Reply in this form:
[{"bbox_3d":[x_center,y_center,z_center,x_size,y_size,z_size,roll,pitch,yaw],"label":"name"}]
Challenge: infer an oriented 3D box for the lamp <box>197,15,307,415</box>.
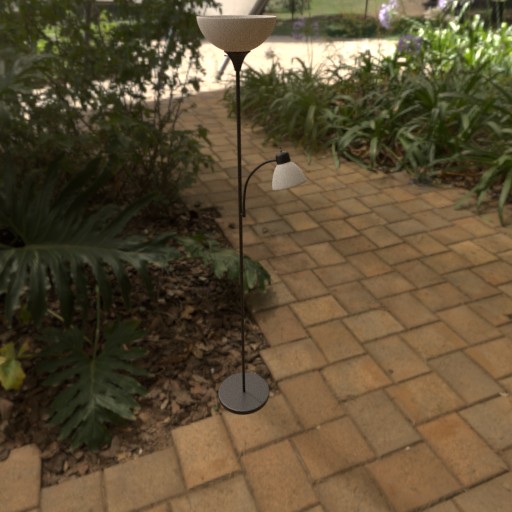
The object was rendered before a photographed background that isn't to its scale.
[{"bbox_3d":[0.000,0.000,1.901,0.442,1.804,0.279,23,37,34],"label":"lamp"}]
